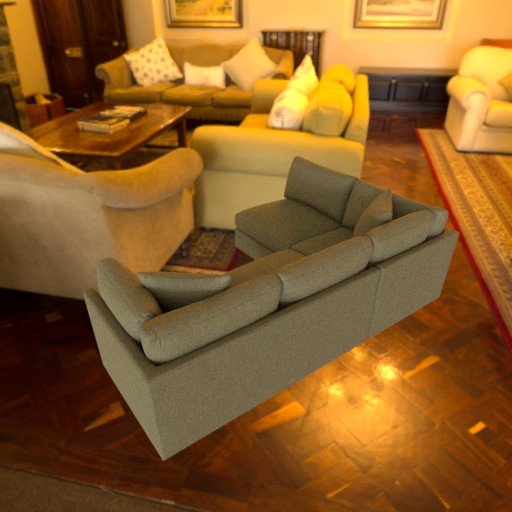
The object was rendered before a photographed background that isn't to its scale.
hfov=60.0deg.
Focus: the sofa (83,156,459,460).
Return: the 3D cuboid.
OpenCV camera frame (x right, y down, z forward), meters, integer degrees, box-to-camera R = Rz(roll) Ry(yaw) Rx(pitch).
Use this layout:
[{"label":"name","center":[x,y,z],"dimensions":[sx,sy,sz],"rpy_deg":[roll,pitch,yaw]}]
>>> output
[{"label":"sofa","center":[0.000,0.000,3.845],"dimensions":[2.896,0.978,1.994],"rpy_deg":[-21,36,-31]}]
